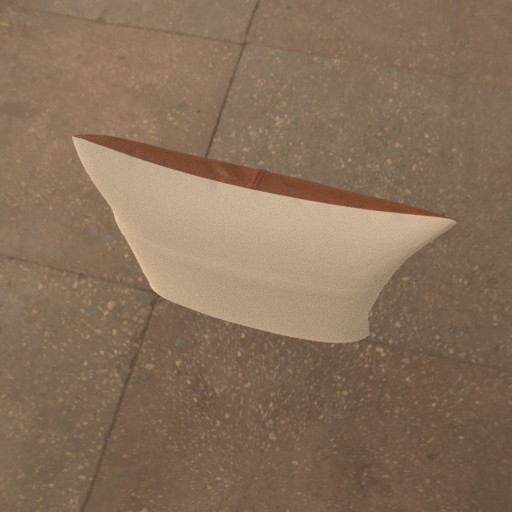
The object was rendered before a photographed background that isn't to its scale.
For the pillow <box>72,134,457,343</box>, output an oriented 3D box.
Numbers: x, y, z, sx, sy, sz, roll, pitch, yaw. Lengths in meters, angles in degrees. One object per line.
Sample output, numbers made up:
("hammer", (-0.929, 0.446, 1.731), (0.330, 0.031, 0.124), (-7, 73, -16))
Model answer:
("pillow", (0.000, 0.000, 0.769), (0.501, 0.477, 0.192), (14, 64, 7))
